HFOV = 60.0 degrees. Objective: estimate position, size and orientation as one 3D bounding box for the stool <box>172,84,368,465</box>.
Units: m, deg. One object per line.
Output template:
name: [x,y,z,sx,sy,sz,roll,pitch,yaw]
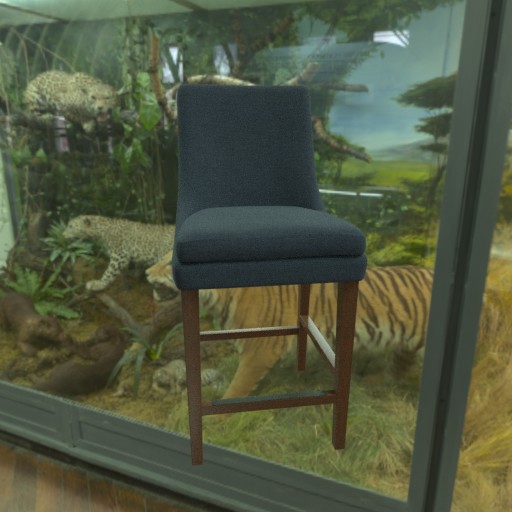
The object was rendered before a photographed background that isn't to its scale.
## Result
stool: [0.000,0.000,1.298,0.470,0.981,0.577,-2,16,-8]
